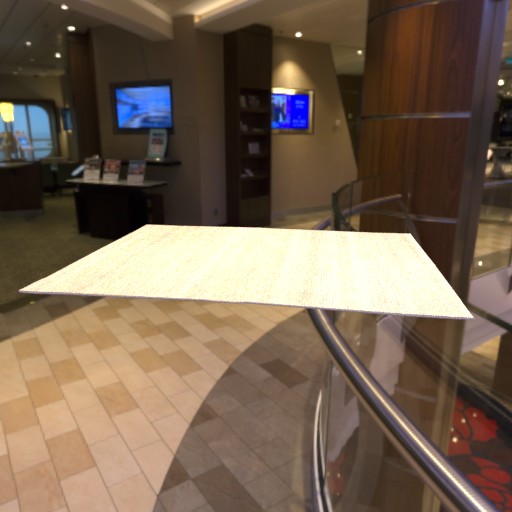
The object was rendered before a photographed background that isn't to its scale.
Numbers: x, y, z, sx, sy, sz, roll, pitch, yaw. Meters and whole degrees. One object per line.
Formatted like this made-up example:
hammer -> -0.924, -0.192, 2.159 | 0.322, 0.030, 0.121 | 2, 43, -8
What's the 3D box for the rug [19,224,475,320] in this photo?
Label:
rug -> 0.000, 0.000, 4.240 | 3.245, 0.046, 2.467 | 3, 16, 9
